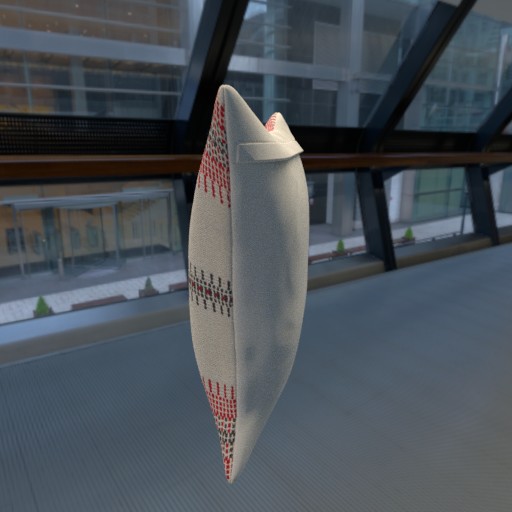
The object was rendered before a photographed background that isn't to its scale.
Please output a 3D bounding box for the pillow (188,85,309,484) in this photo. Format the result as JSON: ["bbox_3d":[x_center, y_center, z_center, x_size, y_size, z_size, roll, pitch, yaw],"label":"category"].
[{"bbox_3d":[0.000,0.000,0.694,0.160,0.454,0.463,2,15,9],"label":"pillow"}]
